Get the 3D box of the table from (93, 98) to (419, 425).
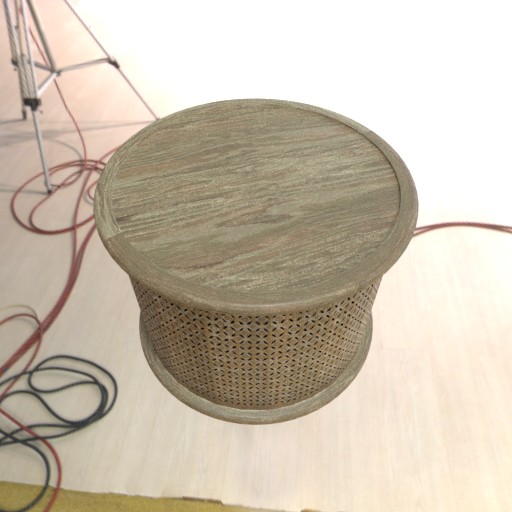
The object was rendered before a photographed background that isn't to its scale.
[{"bbox_3d":[0.000,0.000,1.011,0.607,0.450,0.607,0,48,0],"label":"table"}]
